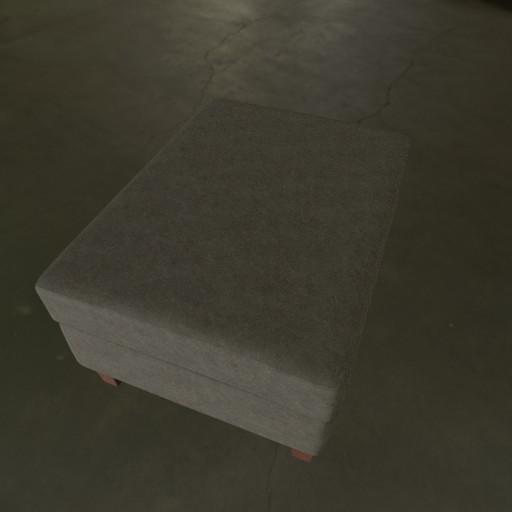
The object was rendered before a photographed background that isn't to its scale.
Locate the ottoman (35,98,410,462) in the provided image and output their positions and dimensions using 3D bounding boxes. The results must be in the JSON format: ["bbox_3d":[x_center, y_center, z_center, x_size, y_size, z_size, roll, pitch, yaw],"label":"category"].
[{"bbox_3d":[0.000,0.000,1.199,0.639,0.464,0.839,16,48,15],"label":"ottoman"}]
